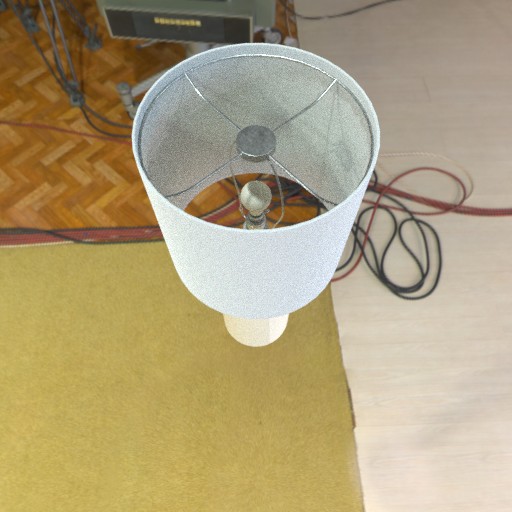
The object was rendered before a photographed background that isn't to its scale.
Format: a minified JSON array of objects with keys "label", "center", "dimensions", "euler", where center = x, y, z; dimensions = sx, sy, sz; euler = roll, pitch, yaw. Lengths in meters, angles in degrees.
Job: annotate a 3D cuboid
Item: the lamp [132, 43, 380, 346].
[{"label":"lamp","center":[0.000,0.000,0.599],"dimensions":[0.212,0.493,0.212],"euler":[-39,69,-18]}]
